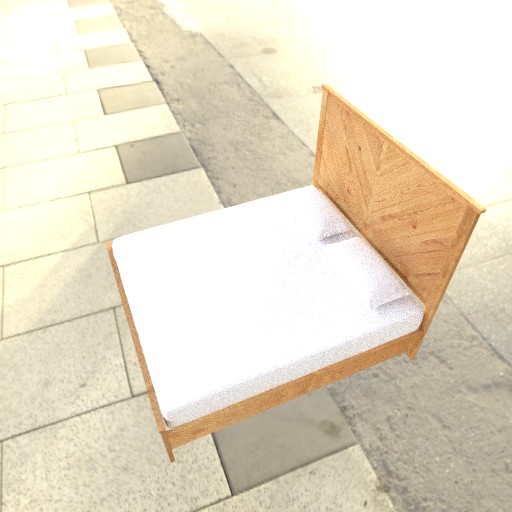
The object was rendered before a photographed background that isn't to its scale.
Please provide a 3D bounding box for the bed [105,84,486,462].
[{"bbox_3d":[0.000,0.000,3.591,2.201,1.686,1.936,-17,47,-16],"label":"bed"}]
